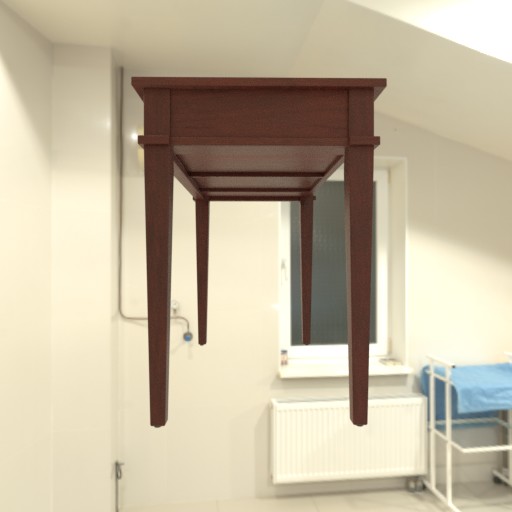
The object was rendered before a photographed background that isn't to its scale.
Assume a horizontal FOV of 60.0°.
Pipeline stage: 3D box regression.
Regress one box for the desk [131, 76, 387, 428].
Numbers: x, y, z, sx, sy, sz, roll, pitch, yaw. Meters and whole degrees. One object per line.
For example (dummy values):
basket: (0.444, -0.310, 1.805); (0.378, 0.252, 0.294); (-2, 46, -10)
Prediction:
desk: (0.000, 0.000, 1.448); (0.549, 0.762, 1.001); (0, 0, -1)
